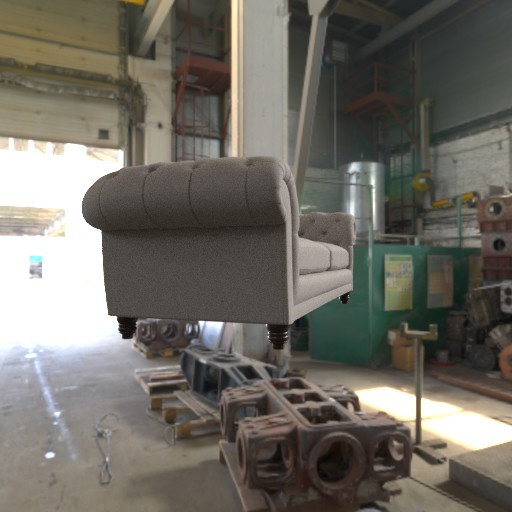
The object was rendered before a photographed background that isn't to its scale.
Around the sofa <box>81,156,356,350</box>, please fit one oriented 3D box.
[{"bbox_3d":[0.000,0.000,2.774,0.991,0.749,2.411,0,-1,19],"label":"sofa"}]
